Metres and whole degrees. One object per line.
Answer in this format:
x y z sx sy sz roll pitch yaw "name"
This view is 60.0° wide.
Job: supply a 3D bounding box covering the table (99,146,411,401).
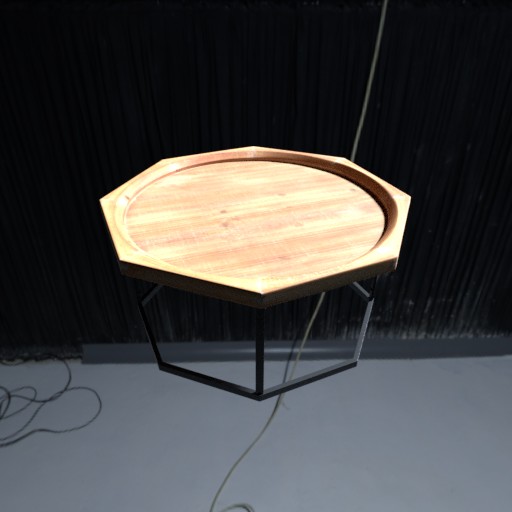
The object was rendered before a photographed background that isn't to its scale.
0.000 0.000 1.543 1.002 0.444 1.002 0 33 0 "table"
